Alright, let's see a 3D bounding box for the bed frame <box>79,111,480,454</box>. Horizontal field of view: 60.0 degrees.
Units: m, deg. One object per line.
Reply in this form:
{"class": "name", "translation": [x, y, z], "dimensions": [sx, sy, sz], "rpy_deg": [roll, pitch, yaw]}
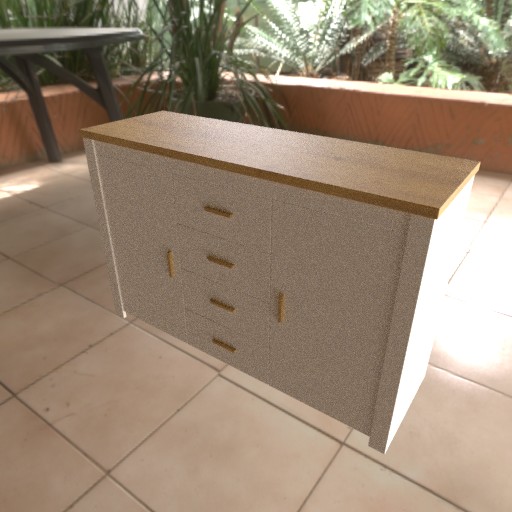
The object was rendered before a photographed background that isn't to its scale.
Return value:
{"class": "bed frame", "translation": [0.000, 0.000, 1.672], "dimensions": [1.300, 0.850, 0.430], "rpy_deg": [19, 34, 30]}
